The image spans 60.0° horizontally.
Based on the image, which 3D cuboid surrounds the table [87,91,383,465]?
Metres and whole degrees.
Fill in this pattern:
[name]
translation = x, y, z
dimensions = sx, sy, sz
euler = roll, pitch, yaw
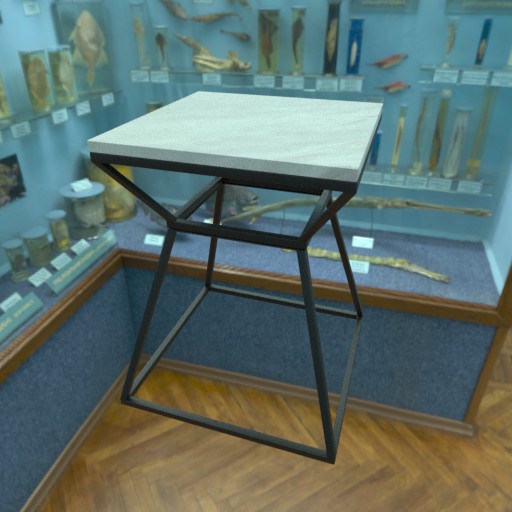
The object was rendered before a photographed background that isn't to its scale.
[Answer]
[table]
translation = 0.000, 0.000, 0.921
dimensions = 0.455, 0.559, 0.455
euler = 10, 32, 16
